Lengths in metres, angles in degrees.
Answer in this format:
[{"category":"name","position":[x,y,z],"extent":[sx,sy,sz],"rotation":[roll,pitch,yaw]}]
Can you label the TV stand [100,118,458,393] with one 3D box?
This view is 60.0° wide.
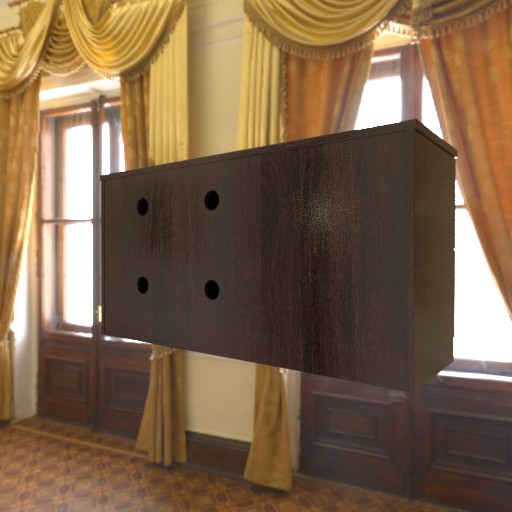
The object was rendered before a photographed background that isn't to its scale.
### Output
[{"category":"TV stand","position":[0.000,0.000,1.500],"extent":[1.192,0.614,0.404],"rotation":[0,0,37]}]
